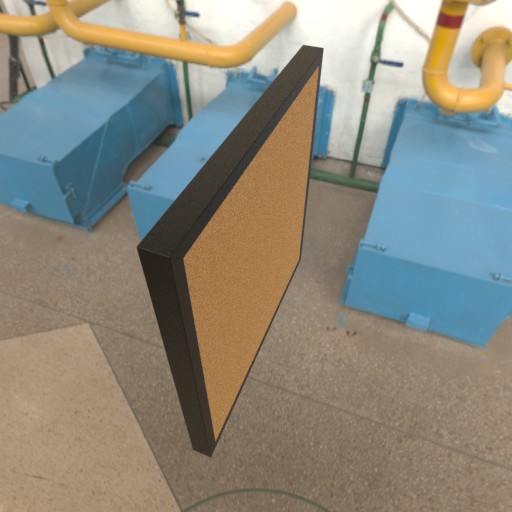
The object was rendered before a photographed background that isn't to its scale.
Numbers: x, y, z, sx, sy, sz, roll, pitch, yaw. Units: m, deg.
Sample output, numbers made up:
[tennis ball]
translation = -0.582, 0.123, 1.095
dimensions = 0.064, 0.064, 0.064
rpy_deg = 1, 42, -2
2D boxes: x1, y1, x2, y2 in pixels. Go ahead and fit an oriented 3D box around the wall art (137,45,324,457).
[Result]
[wall art]
translation = 0.000, 0.000, 0.752
dimensions = 0.036, 0.508, 0.508
rpy_deg = 16, 49, 15
